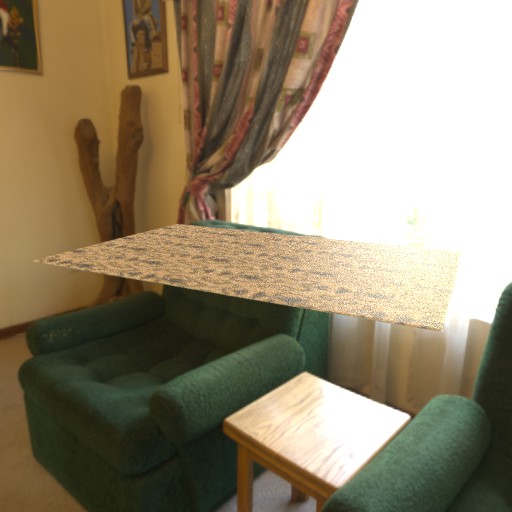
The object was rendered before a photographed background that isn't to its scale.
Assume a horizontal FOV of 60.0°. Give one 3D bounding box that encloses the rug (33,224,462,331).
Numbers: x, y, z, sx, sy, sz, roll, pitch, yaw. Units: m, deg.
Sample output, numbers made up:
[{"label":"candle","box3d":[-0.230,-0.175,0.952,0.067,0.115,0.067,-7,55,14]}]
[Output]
[{"label":"rug","box3d":[0.000,0.000,2.002,1.652,0.006,1.035,7,16,26]}]
